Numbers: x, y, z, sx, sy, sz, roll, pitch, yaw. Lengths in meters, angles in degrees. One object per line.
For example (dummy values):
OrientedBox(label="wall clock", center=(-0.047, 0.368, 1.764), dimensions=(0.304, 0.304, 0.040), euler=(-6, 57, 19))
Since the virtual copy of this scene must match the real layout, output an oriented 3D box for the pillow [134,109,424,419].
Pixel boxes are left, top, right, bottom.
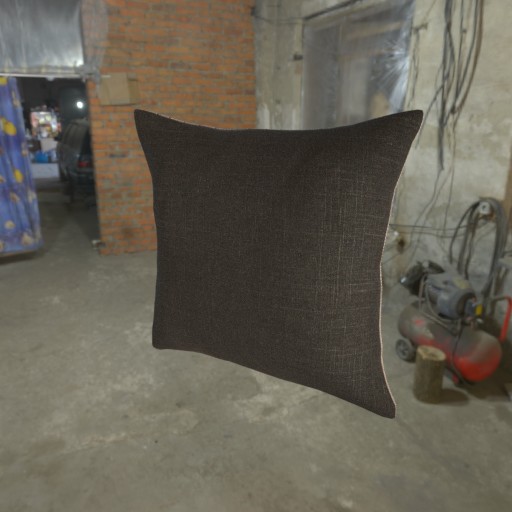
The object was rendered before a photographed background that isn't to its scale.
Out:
OrientedBox(label="pillow", center=(0.000, 0.000, 0.697), dimensions=(0.468, 0.444, 0.138), euler=(9, 19, 28))
